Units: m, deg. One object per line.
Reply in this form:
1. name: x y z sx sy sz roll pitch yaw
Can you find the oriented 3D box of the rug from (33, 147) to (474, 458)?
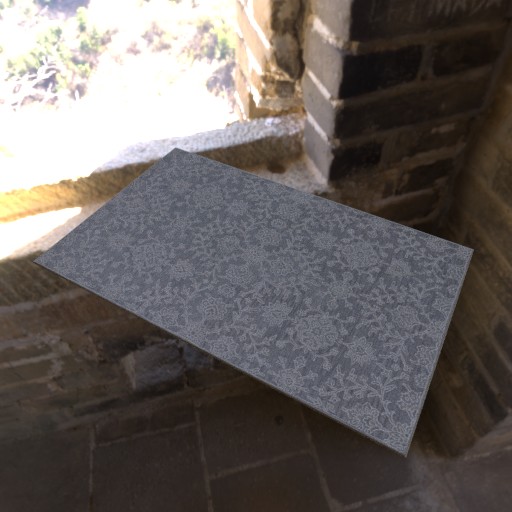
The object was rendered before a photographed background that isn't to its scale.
1. rug: 0.000 0.000 2.876 2.430 0.010 1.515 23 51 20
